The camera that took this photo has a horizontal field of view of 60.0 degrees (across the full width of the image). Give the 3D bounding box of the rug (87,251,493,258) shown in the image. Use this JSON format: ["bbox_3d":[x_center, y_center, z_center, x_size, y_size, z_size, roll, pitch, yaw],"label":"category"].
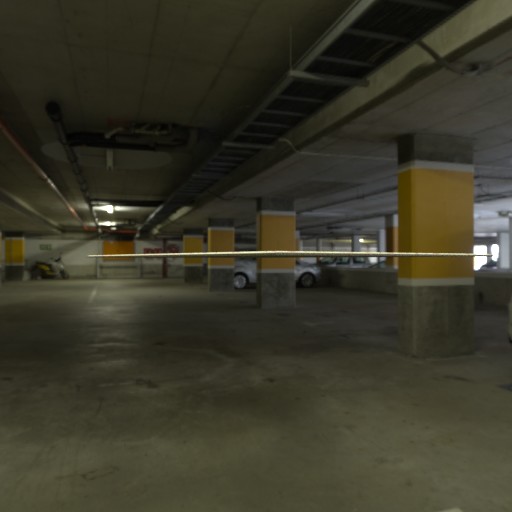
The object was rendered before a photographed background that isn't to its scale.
[{"bbox_3d":[0.000,0.000,3.451,1.819,0.018,2.746,0,-1,-36],"label":"rug"}]
